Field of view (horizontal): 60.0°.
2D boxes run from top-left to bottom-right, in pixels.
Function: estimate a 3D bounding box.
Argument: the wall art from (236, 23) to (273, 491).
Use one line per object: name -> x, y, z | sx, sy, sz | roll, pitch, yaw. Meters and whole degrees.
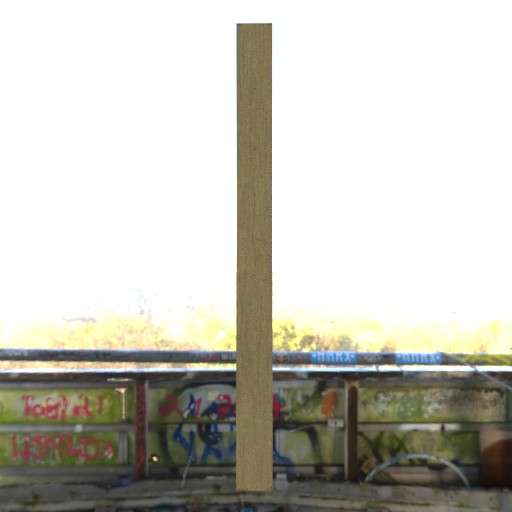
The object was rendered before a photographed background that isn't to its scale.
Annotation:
wall art -> 0.000, 0.000, 0.515 | 0.030, 0.380, 0.312 | 0, 1, 0
